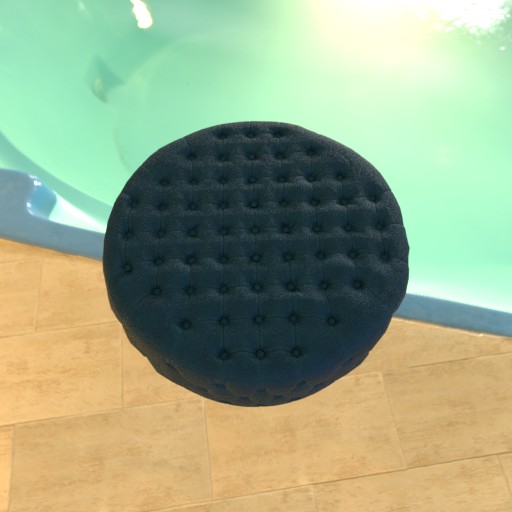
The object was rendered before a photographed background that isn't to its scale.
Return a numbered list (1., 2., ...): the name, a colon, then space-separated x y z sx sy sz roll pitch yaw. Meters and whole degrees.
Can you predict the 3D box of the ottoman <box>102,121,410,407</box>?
1. ottoman: 0.000 0.000 1.556 0.998 0.398 0.998 0 62 0
